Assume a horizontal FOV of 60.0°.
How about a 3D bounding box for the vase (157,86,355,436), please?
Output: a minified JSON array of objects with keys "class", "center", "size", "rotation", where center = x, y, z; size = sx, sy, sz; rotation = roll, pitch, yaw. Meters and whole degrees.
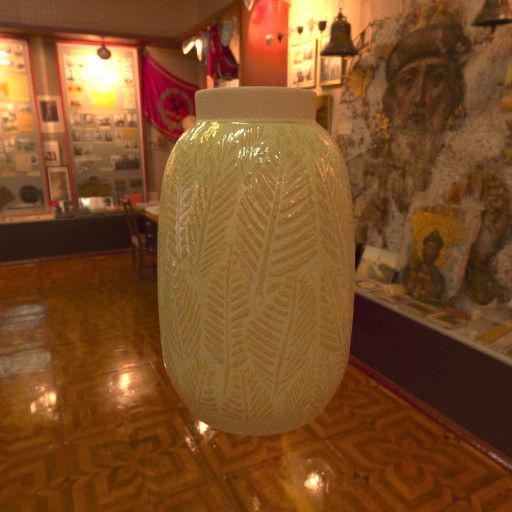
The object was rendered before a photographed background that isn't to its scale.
[{"class":"vase","center":[0.000,0.000,0.388],"size":[0.172,0.270,0.172],"rotation":[0,15,0]}]
